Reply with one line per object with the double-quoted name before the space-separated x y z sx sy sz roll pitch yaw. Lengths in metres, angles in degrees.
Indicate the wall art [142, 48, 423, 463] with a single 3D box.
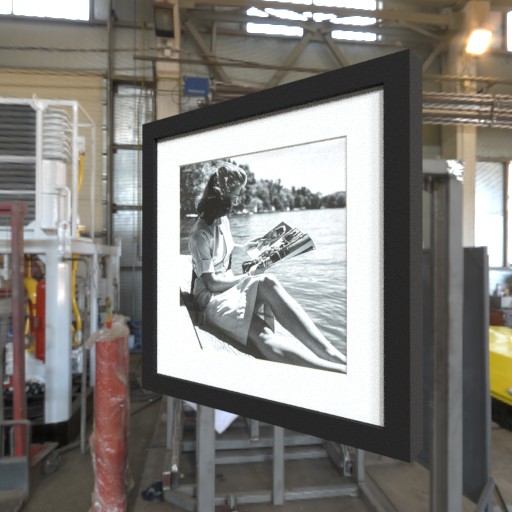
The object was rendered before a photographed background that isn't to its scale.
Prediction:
"wall art" 0.000 0.000 0.431 0.308 0.305 0.030 0 0 37
